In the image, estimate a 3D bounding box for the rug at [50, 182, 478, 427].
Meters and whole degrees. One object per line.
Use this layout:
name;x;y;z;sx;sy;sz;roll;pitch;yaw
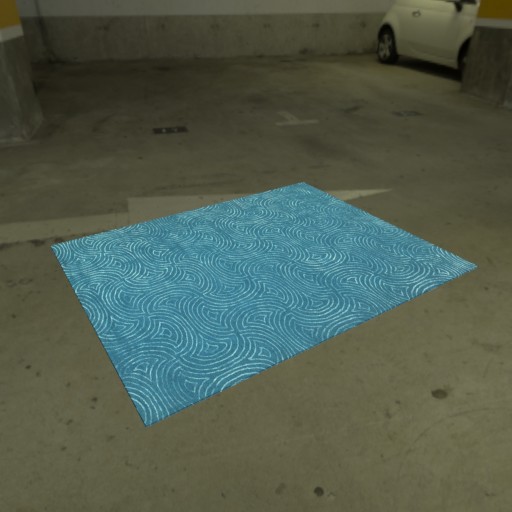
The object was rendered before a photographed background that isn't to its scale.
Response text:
rug;0.000;0.000;4.011;3.033;0.012;2.432;-18;35;-28
